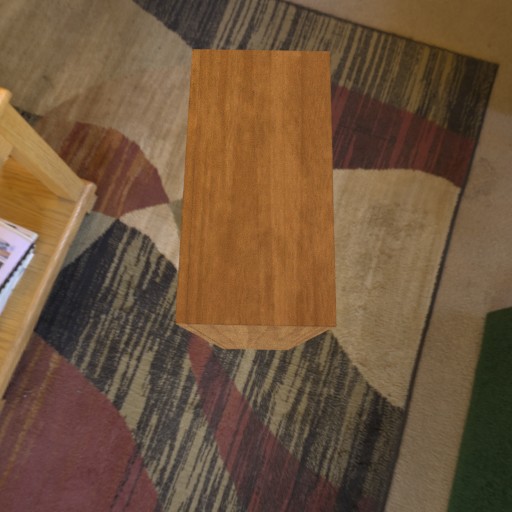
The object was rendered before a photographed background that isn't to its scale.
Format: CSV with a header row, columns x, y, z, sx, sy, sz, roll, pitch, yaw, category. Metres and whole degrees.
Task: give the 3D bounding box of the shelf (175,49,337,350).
x,y,z,sx,sy,sz,roll,pitch,yaw,category
0.000,0.000,2.236,0.453,1.930,0.864,1,76,0,shelf
